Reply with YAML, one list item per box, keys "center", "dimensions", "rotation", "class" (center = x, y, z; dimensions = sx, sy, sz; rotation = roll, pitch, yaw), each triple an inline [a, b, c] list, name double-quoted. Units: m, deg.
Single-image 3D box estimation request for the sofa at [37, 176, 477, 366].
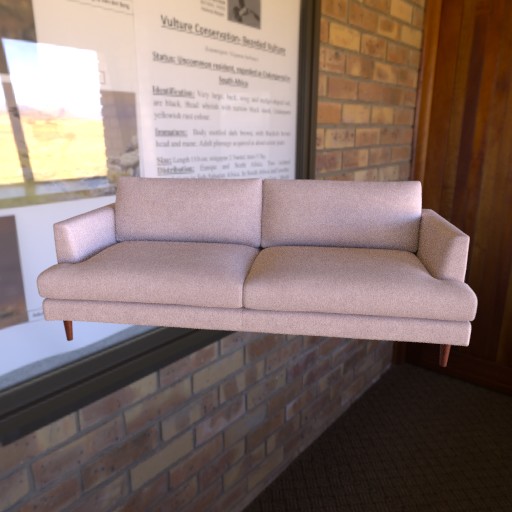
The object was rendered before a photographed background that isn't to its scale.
- center: [0.000, 0.000, 2.692]
  dimensions: [2.250, 0.868, 1.020]
  rotation: [2, 16, 8]
  class: "sofa"
